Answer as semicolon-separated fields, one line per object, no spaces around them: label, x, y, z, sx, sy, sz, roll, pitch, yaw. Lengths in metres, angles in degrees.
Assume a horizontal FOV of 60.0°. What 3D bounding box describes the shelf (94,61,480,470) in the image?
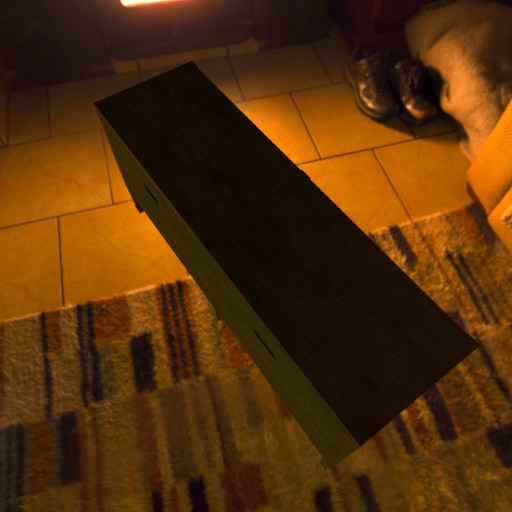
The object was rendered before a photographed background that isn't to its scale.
shelf;0.000;0.000;1.832;0.479;0.719;1.575;-32;64;-17
